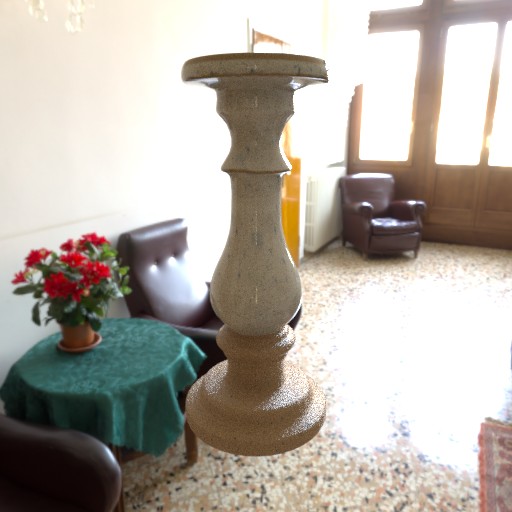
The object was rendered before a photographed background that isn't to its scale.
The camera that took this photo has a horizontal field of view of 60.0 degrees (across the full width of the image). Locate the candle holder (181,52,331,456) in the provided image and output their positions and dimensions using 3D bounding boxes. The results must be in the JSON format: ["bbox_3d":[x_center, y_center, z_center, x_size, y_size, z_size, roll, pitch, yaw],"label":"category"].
[{"bbox_3d":[0.000,0.000,0.253,0.088,0.203,0.088,0,16,0],"label":"candle holder"}]
